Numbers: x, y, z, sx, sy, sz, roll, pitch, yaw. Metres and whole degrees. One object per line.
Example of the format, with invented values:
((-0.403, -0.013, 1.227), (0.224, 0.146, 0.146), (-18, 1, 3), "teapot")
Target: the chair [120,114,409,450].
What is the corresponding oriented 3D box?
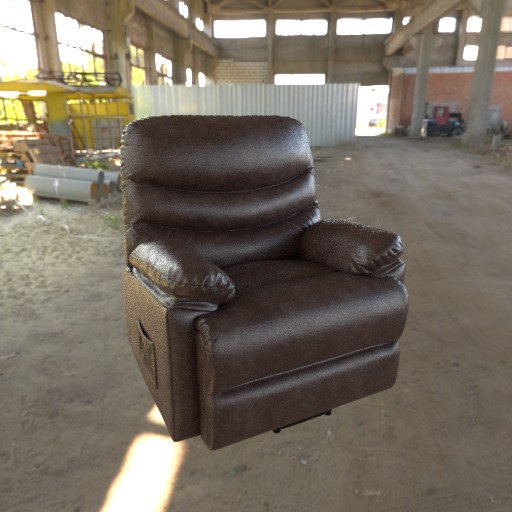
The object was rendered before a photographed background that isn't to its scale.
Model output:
((0.000, 0.000, 1.705), (0.940, 1.041, 0.879), (-9, 19, -26), "chair")
